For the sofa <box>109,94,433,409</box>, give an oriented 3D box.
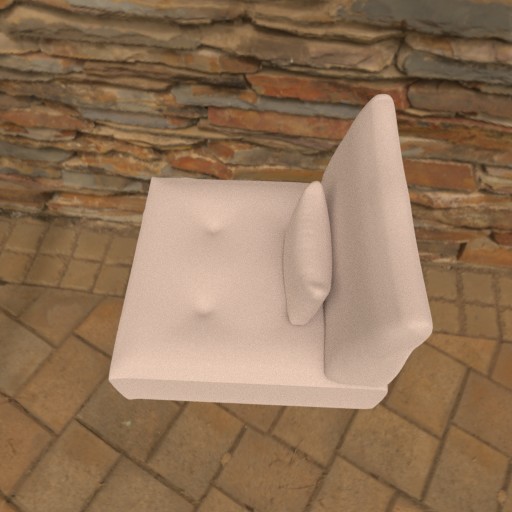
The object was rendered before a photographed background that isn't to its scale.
[{"bbox_3d":[0.000,0.000,1.684,1.000,0.828,0.935,2,59,1],"label":"sofa"}]
